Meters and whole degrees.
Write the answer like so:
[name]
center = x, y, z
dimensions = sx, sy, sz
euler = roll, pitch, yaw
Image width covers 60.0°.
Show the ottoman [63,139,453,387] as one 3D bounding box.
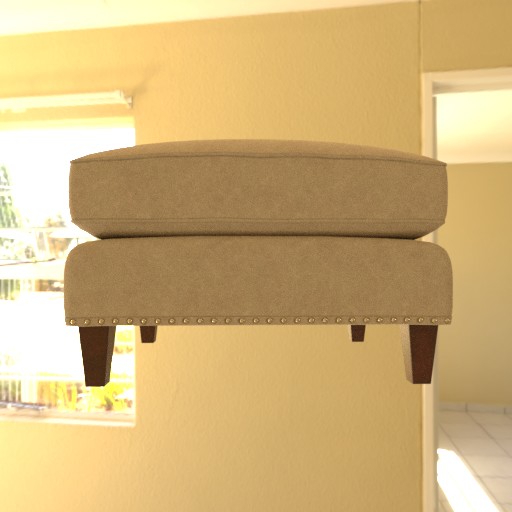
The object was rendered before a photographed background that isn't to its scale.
[ottoman]
center = 0.000, 0.000, 1.119
dimensions = 0.741, 0.513, 0.584
euler = 0, -1, -2
